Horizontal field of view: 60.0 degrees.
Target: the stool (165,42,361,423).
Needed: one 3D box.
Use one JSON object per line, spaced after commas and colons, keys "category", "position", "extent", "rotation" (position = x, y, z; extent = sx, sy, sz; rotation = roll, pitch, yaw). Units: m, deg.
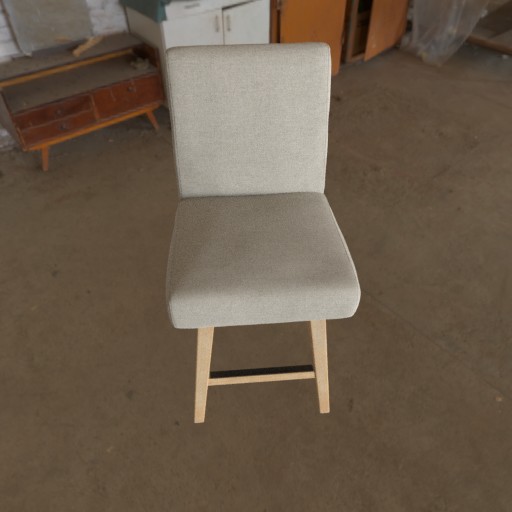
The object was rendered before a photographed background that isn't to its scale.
{"category": "stool", "position": [0.000, 0.000, 1.395], "extent": [0.507, 1.085, 0.606], "rotation": [-3, 46, -3]}
